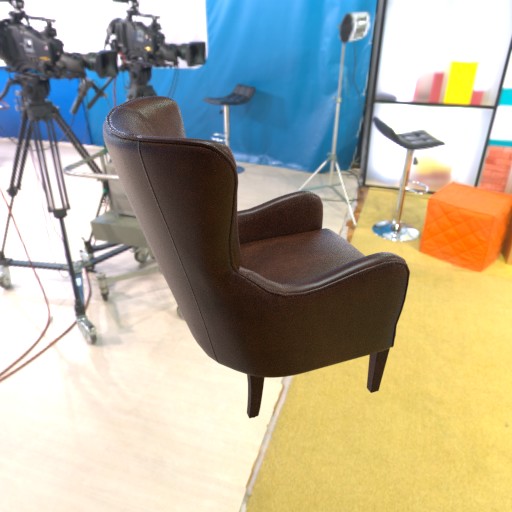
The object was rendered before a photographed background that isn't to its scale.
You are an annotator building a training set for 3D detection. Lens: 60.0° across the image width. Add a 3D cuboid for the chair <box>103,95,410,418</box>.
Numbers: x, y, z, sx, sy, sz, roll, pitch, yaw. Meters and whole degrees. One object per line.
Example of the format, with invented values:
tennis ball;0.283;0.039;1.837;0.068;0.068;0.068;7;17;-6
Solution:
chair;0.000;0.000;1.614;0.914;1.048;0.692;-10;31;-18
